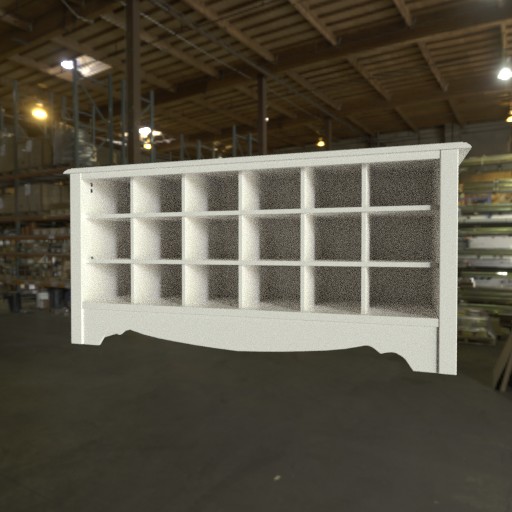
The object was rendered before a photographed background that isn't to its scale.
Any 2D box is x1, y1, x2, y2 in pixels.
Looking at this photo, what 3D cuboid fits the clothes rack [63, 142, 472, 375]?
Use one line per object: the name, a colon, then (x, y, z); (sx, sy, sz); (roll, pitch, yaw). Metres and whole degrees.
clothes rack: (0.000, 0.000, 1.323); (1.120, 0.531, 0.324); (0, 1, 18)
